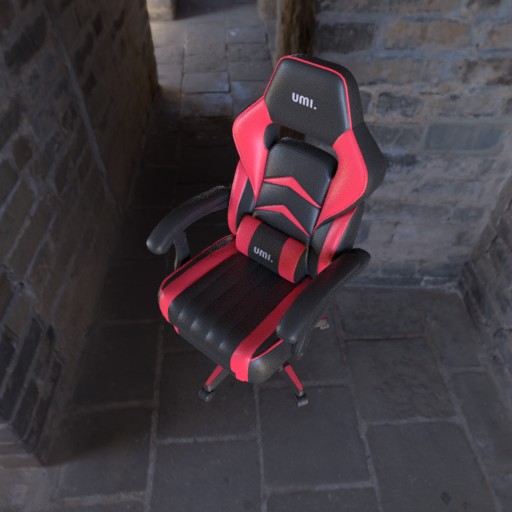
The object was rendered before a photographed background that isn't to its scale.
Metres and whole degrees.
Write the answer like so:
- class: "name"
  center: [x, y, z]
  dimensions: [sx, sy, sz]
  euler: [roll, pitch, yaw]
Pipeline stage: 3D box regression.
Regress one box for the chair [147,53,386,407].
- class: "chair"
  center: [0.000, 0.000, 1.614]
  dimensions: [0.700, 1.220, 0.700]
  euler: [31, 54, 26]
